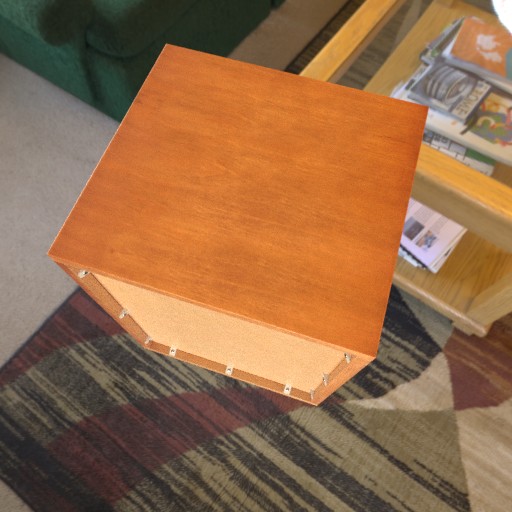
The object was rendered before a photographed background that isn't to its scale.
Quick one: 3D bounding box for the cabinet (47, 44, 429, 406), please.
[{"bbox_3d":[0.000,0.000,0.858,0.409,0.579,0.401,16,67,7],"label":"cabinet"}]
